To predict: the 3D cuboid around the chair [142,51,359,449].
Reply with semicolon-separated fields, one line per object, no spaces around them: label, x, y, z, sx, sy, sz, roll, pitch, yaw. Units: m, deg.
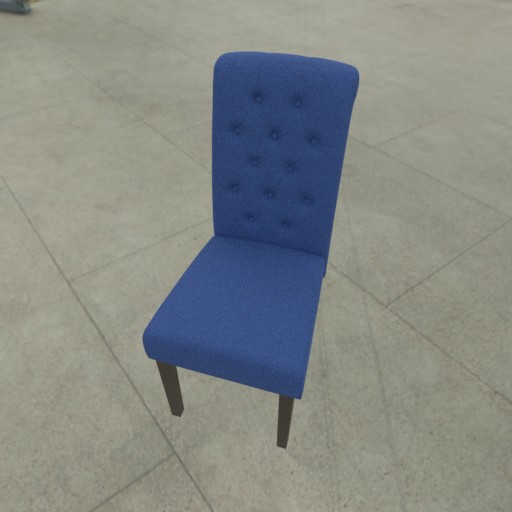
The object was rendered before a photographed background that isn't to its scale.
chair;0.000;0.000;1.356;0.456;1.006;0.671;12;43;13
